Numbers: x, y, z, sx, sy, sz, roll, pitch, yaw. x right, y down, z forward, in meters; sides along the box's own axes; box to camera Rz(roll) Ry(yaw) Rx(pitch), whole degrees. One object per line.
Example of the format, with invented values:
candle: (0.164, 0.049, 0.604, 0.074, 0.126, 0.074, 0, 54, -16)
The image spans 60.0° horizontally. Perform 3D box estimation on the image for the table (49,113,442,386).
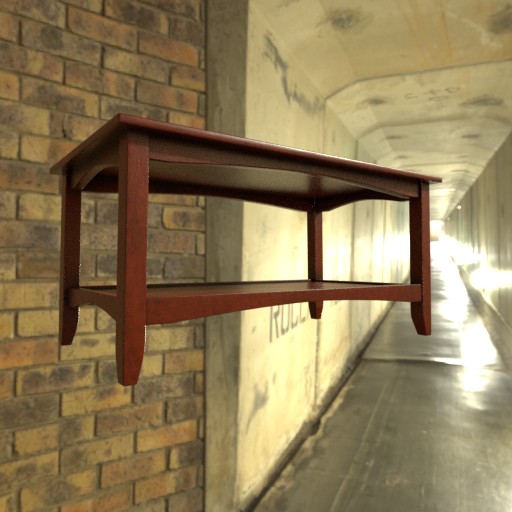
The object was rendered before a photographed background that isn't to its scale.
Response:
table: (0.000, 0.000, 1.212, 0.943, 0.456, 0.533, 1, -1, -36)
